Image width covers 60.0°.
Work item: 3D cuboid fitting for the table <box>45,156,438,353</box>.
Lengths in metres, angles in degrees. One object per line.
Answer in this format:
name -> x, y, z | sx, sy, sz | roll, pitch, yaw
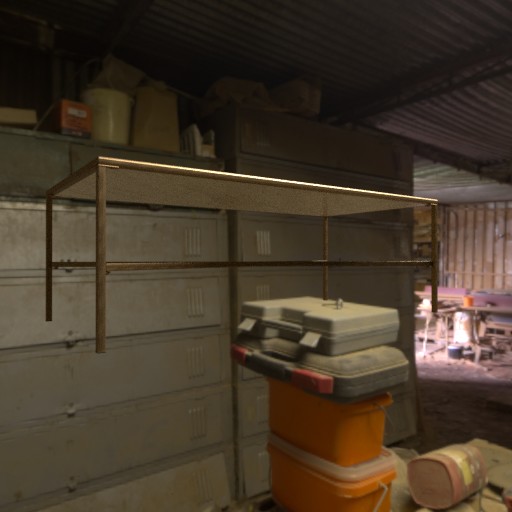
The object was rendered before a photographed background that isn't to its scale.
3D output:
table -> 0.000, 0.000, 1.488 | 1.197, 0.405, 0.577 | 0, 0, -35
